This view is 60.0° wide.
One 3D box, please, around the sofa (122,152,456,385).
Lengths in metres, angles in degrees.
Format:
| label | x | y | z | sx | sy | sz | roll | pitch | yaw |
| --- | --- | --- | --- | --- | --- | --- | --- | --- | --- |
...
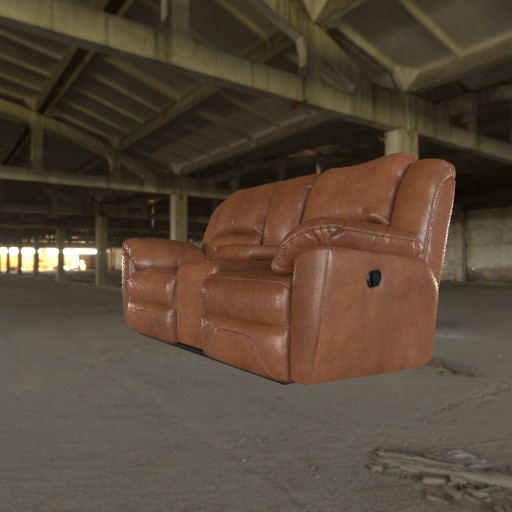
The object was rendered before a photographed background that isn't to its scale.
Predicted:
| label | x | y | z | sx | sy | sz | roll | pitch | yaw |
| --- | --- | --- | --- | --- | --- | --- | --- | --- | --- |
| sofa | 0.000 | 0.000 | 2.608 | 0.991 | 1.043 | 2.058 | 0 | -1 | -36 |
